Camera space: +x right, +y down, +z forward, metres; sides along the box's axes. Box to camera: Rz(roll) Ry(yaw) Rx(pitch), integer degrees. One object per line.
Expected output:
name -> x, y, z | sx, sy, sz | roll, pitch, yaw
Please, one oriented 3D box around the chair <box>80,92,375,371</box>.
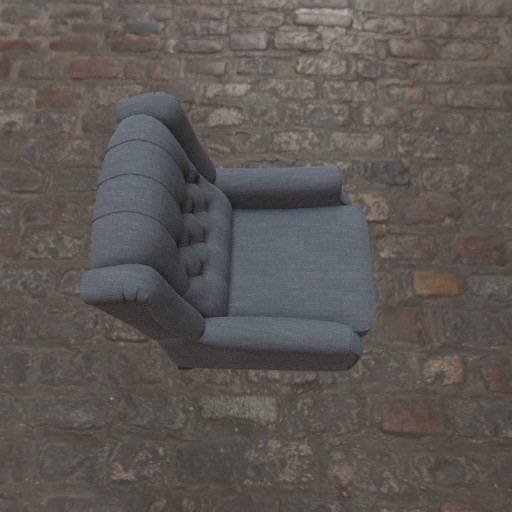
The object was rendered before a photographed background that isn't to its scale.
chair -> 0.000, 0.000, 1.655 | 0.898, 1.035, 0.742 | 1, 65, 1
